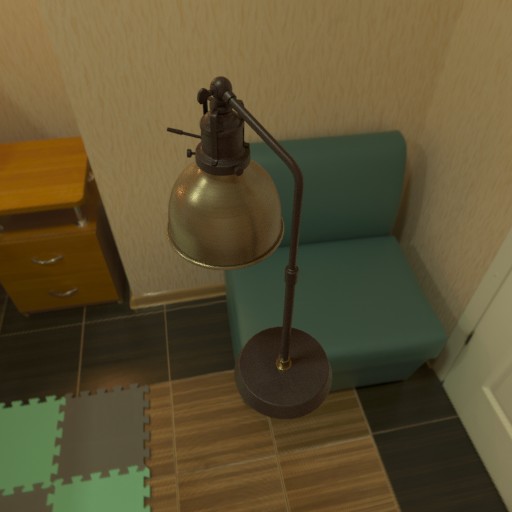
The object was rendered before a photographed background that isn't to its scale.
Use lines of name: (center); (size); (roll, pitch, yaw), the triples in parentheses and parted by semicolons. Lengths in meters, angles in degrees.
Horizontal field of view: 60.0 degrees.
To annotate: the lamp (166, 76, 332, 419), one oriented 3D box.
lamp: (0.000, 0.000, 0.616); (0.175, 0.469, 0.298); (-31, 54, -27)
